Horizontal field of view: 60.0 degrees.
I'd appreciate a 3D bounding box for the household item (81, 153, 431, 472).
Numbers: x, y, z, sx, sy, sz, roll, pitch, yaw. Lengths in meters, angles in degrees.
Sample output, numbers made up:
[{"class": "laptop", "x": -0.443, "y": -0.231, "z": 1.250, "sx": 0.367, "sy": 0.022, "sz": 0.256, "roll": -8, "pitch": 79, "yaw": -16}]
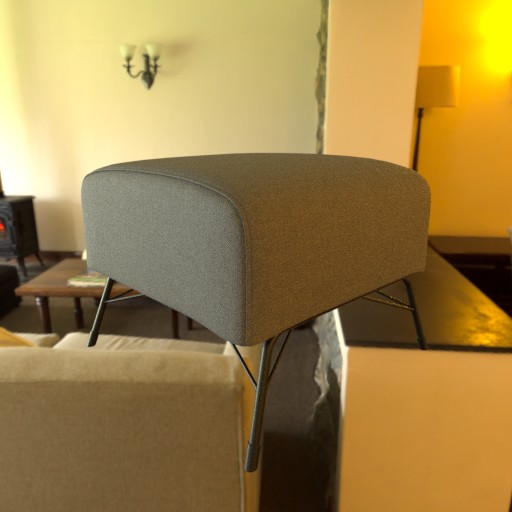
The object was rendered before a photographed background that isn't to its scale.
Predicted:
[{"class": "household item", "x": 0.000, "y": 0.000, "z": 0.909, "sx": 0.530, "sy": 0.410, "sz": 0.530, "roll": -14, "pitch": 21, "yaw": -42}]
